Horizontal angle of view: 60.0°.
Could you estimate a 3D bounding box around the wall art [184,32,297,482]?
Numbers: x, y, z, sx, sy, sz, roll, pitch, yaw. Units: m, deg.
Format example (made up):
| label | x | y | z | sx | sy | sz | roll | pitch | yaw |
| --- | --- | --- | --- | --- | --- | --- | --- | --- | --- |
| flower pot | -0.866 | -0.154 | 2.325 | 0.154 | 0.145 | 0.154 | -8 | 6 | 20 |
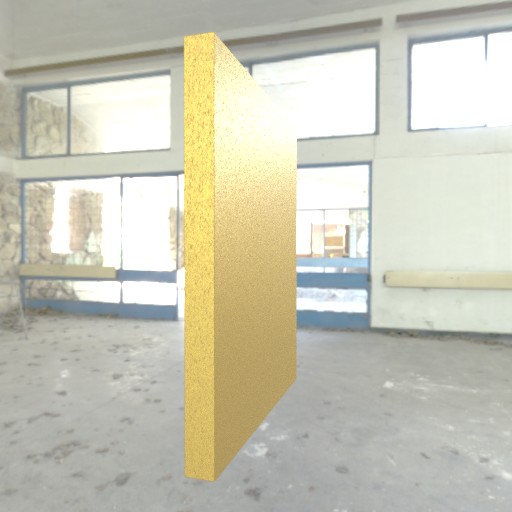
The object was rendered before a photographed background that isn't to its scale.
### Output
| label | x | y | z | sx | sy | sz | roll | pitch | yaw |
| --- | --- | --- | --- | --- | --- | --- | --- | --- | --- |
| wall art | 0.000 | 0.000 | 0.894 | 0.048 | 0.642 | 0.537 | 0 | 1 | 18 |
